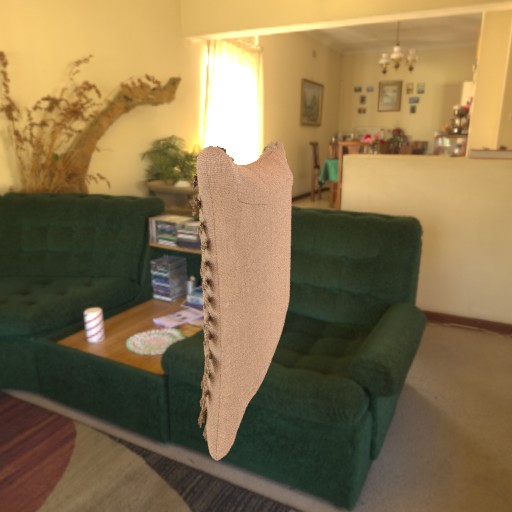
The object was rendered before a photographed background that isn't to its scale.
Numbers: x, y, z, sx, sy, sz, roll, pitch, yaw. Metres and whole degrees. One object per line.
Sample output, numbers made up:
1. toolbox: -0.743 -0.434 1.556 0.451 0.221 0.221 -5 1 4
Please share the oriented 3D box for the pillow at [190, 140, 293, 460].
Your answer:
1. pillow: 0.000 0.000 0.606 0.084 0.305 0.466 3 15 9
